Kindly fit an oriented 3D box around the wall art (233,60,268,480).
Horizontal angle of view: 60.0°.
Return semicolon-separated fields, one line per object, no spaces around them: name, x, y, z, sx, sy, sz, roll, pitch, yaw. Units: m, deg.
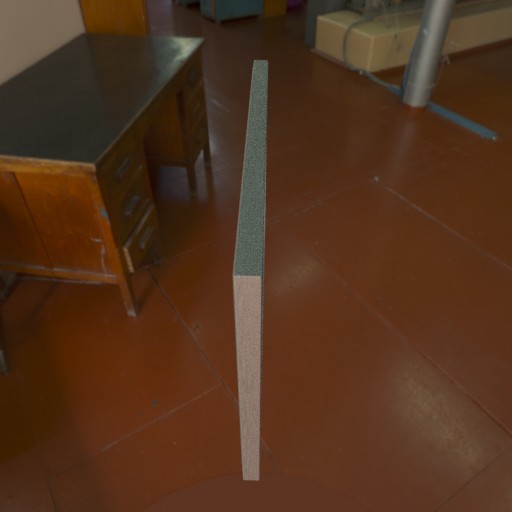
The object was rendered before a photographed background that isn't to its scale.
wall art;0.000;0.000;0.754;0.028;0.457;0.556;1;42;1
